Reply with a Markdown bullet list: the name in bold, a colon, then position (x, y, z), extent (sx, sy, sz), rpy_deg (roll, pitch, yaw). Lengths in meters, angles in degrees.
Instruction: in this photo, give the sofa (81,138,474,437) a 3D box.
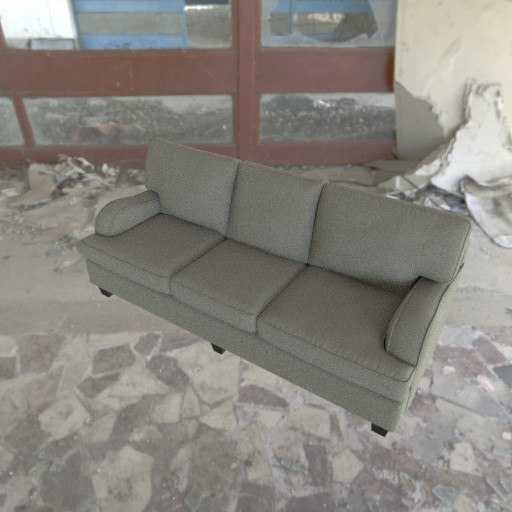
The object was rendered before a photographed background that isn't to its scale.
- **sofa**: position (0.000, 0.000, 2.857), extent (2.323, 0.997, 1.016), rpy_deg (20, 38, 28)
